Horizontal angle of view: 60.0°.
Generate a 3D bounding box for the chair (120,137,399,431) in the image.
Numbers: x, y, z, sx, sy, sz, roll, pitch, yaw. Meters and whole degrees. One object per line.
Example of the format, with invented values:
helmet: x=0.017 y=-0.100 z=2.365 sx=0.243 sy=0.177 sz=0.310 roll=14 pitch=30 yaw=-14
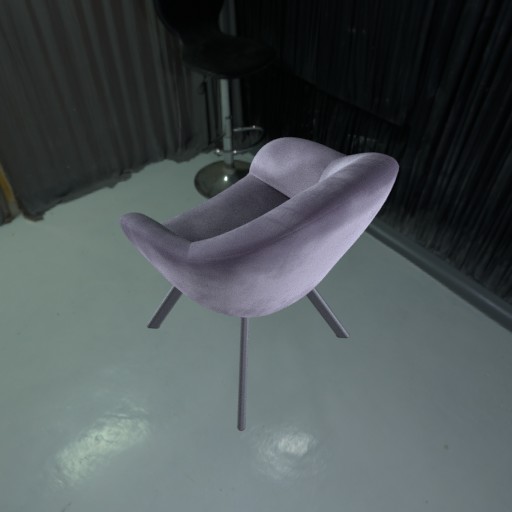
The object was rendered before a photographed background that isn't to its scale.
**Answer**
chair: x=0.000 y=0.000 z=1.203 sx=0.550 sy=0.795 sz=0.590 roll=-33 pitch=54 yaw=-28
